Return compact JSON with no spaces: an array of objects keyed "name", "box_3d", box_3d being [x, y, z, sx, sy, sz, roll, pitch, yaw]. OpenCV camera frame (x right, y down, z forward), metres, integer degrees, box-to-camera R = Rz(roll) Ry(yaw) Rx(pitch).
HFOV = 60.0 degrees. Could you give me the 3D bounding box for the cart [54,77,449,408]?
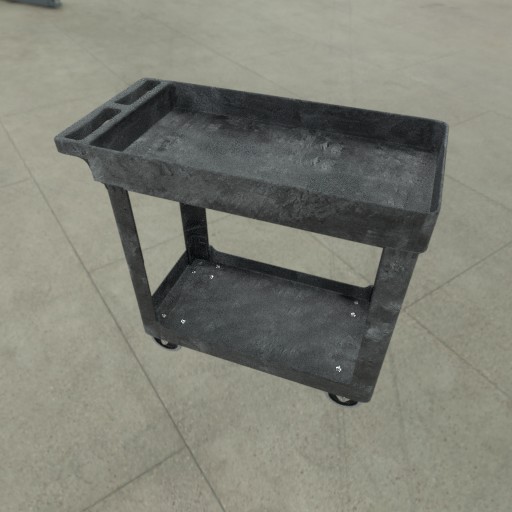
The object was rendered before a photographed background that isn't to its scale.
[{"name":"cart","box_3d":[0.000,0.000,1.347,0.877,0.824,0.420,14,44,15]}]
